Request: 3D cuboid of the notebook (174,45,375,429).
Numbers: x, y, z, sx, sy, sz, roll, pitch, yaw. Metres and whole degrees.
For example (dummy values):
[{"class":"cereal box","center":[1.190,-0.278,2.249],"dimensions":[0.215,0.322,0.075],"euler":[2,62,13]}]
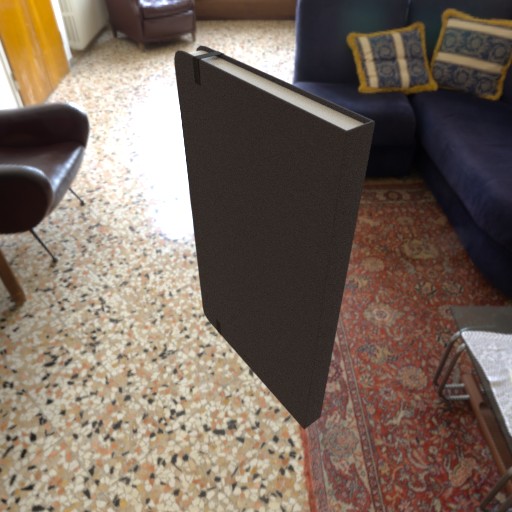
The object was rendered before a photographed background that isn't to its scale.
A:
[{"class":"notebook","center":[0.000,0.000,0.268],"dimensions":[0.016,0.213,0.127],"euler":[-26,47,-27]}]
